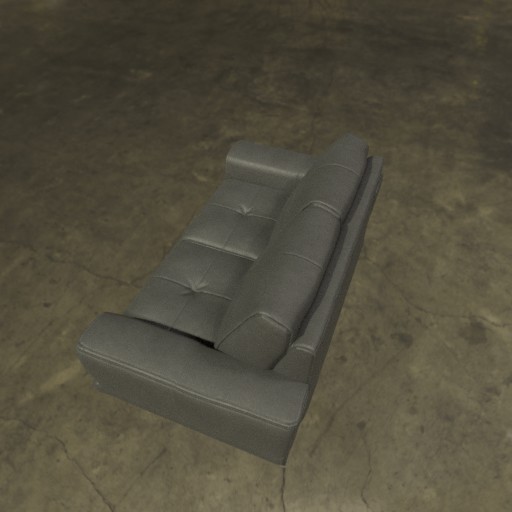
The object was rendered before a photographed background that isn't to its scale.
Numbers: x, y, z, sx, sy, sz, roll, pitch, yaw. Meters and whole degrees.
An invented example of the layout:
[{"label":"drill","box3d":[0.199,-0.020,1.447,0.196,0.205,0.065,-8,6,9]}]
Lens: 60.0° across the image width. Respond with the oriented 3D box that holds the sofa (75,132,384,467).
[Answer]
[{"label":"sofa","box3d":[0.000,0.000,2.384,1.018,0.907,1.806,16,48,15]}]
